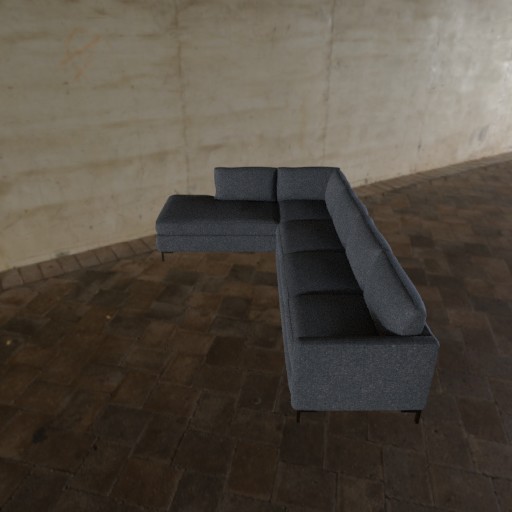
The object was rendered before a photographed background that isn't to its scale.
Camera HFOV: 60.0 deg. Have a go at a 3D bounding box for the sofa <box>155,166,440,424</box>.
[{"bbox_3d":[0.000,0.000,3.778,2.007,0.815,2.949,0,27,0],"label":"sofa"}]
